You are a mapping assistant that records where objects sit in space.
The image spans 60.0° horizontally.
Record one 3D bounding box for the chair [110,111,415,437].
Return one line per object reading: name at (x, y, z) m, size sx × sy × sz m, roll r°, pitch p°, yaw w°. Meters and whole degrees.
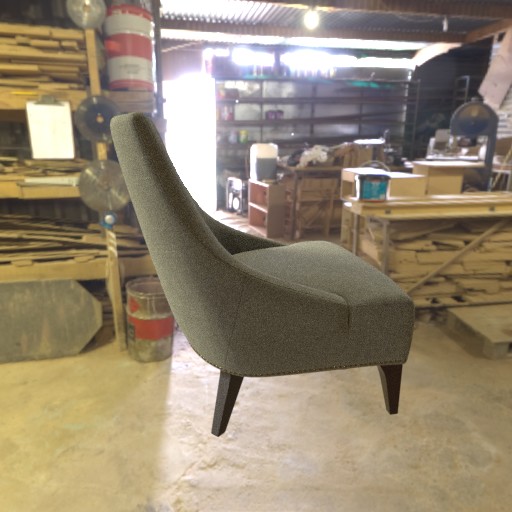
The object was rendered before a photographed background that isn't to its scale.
chair at (0.000, 0.000, 1.499) m, size 0.861 × 0.909 × 0.701 m, roll -3°, pitch 16°, yaw -11°
